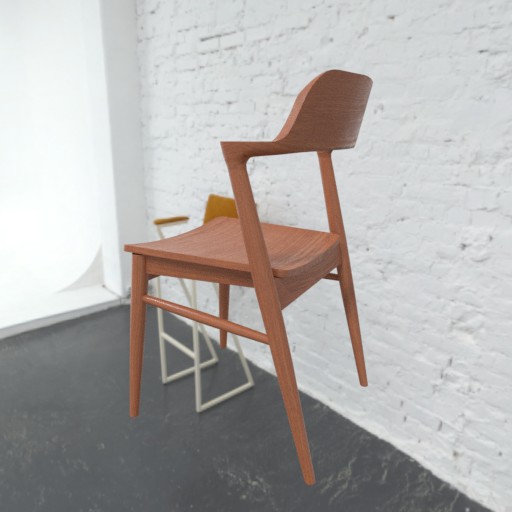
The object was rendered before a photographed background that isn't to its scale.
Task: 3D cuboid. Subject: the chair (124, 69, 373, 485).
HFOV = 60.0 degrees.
[{"bbox_3d":[0.000,0.000,1.091,0.499,0.801,0.496,8,18,27],"label":"chair"}]
